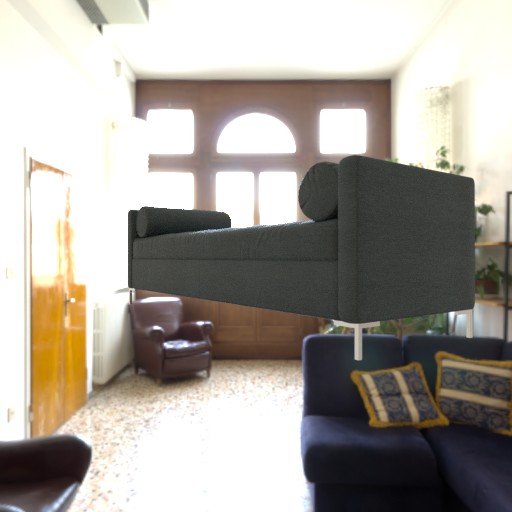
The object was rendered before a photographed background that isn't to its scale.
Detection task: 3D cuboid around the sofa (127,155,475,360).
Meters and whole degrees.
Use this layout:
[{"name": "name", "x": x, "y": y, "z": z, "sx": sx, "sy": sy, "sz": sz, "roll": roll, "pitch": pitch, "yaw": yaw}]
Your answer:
[{"name": "sofa", "x": 0.000, "y": 0.000, "z": 2.323, "sx": 0.686, "sy": 0.635, "sz": 1.981, "roll": 0, "pitch": 0, "yaw": -36}]
